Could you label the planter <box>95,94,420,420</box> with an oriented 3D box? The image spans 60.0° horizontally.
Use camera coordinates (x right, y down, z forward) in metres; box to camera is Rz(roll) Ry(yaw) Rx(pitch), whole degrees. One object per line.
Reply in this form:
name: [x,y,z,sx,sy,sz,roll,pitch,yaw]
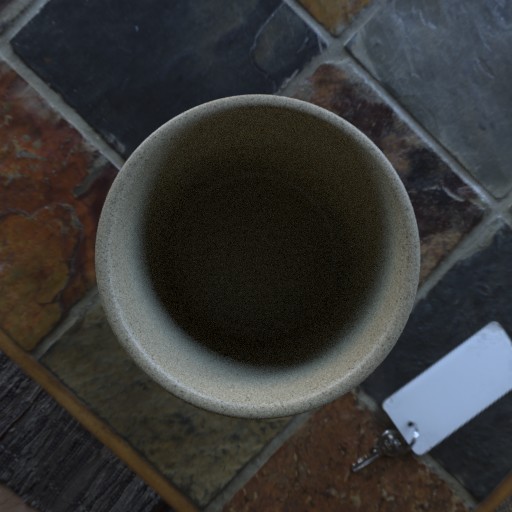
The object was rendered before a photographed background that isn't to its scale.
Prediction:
planter: [0.000,0.000,0.424,0.227,0.235,0.227,0,91,-1]
